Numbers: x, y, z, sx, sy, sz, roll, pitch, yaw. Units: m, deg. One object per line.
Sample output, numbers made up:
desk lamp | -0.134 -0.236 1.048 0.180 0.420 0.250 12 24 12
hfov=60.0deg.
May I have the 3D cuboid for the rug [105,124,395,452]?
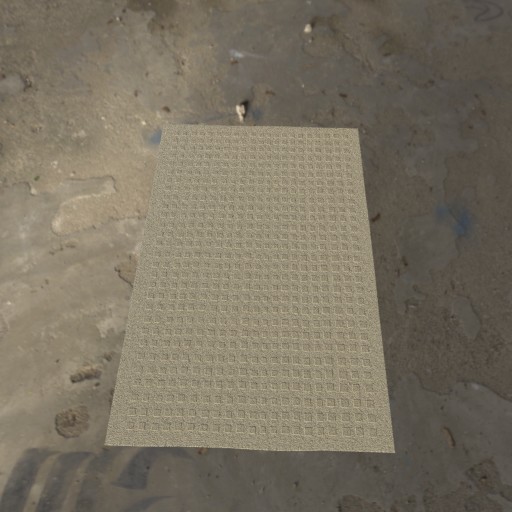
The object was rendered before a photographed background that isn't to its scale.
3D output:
rug | 0.000 0.000 2.171 1.143 0.006 1.747 1 61 1
